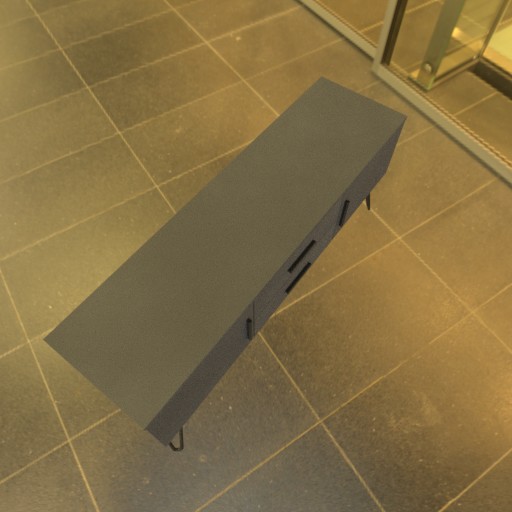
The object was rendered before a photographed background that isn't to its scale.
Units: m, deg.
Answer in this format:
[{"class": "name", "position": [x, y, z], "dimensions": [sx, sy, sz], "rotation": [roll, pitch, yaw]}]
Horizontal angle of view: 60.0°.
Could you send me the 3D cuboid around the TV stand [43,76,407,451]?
[{"class": "TV stand", "position": [0.000, 0.000, 1.677], "dimensions": [0.400, 0.560, 1.400], "rotation": [33, 64, 18]}]
